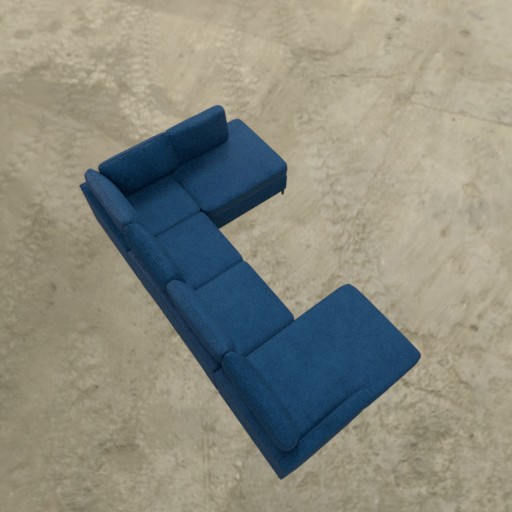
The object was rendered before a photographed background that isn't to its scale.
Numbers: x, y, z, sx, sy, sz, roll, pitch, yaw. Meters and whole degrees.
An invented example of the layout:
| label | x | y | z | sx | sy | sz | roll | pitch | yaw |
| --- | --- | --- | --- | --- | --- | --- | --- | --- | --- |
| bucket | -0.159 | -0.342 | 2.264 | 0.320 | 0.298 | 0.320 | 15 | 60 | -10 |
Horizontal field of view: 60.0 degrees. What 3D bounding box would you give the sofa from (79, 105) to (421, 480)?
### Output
| label | x | y | z | sx | sy | sz | roll | pitch | yaw |
| --- | --- | --- | --- | --- | --- | --- | --- | --- | --- |
| sofa | 0.000 | 0.000 | 4.408 | 2.055 | 0.992 | 3.434 | -33 | 64 | -18 |
